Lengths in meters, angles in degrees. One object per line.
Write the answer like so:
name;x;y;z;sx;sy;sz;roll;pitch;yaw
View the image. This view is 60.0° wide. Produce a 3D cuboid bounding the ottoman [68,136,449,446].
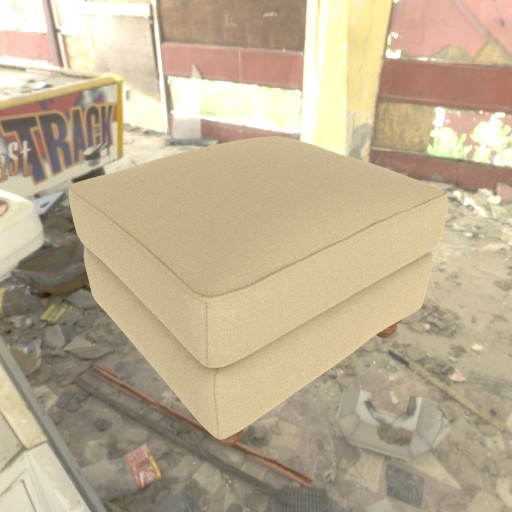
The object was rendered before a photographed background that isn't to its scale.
ottoman;0.000;0.000;1.152;0.716;0.505;0.662;-23;38;-33
